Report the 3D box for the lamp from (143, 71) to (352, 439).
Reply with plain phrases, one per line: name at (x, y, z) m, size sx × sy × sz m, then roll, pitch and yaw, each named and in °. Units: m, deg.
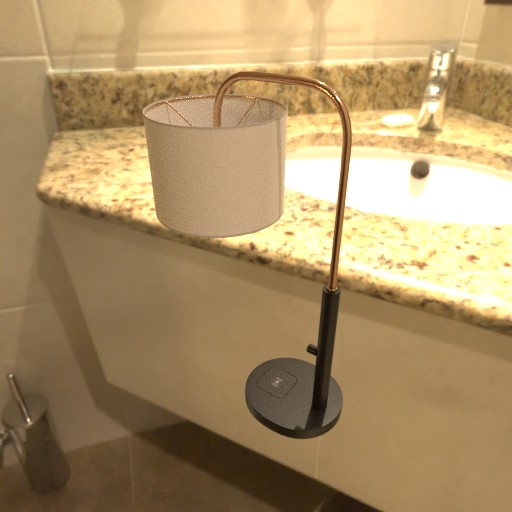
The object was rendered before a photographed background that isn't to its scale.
lamp at (0.000, 0.000, 0.694) m, size 0.337 × 0.540 × 0.199 m, roll 20°, pitch 37°, yaw 30°
